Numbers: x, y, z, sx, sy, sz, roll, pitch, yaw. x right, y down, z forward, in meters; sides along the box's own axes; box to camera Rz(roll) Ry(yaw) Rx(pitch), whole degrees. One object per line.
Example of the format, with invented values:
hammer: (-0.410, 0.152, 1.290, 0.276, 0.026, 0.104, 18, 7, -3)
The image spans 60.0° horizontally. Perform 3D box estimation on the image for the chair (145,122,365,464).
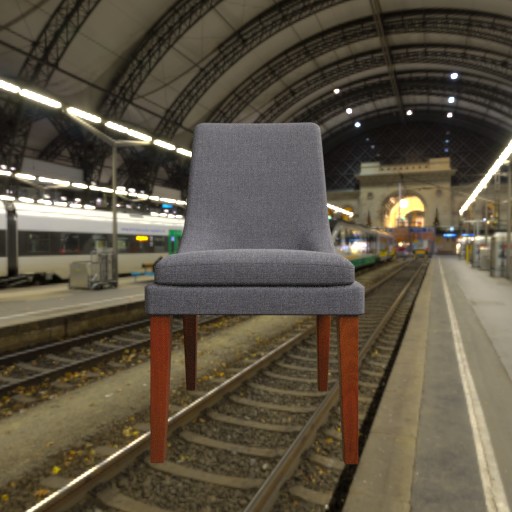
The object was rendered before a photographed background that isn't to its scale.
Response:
chair: (0.000, 0.000, 1.330, 0.508, 0.952, 0.655, 0, 1, 1)
